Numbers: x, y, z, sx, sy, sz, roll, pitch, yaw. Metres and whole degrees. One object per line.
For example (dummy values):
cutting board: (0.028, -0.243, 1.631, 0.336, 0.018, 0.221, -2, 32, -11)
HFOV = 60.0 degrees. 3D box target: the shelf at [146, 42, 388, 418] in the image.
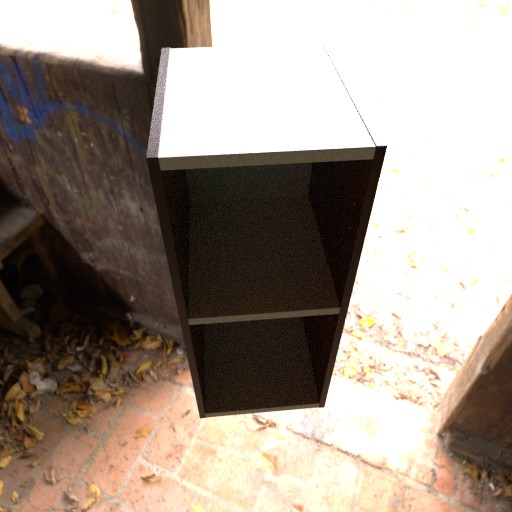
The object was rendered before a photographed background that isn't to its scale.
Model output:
shelf: (0.000, 0.000, 0.771, 0.253, 0.600, 0.290, -4, 46, -4)
